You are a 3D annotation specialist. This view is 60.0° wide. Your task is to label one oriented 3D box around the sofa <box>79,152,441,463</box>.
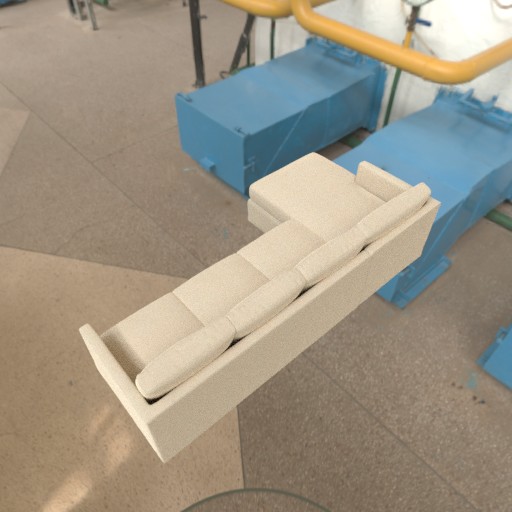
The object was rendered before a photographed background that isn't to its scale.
[{"bbox_3d":[0.000,0.000,4.019,3.205,0.922,1.650,-32,54,-27],"label":"sofa"}]
